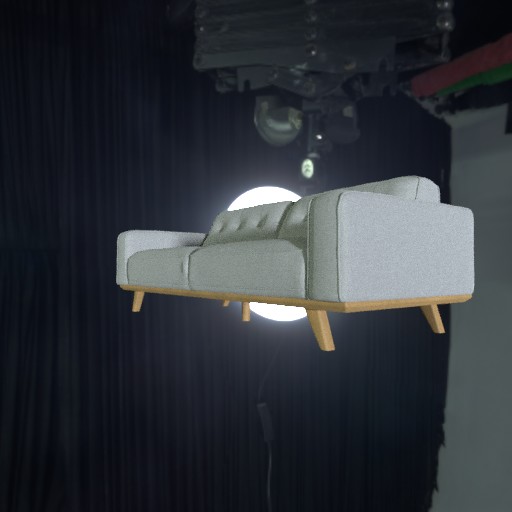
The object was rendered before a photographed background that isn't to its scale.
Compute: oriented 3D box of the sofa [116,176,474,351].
[{"bbox_3d":[0.000,0.000,2.709,0.956,0.781,2.270,1,-2,-37],"label":"sofa"}]
